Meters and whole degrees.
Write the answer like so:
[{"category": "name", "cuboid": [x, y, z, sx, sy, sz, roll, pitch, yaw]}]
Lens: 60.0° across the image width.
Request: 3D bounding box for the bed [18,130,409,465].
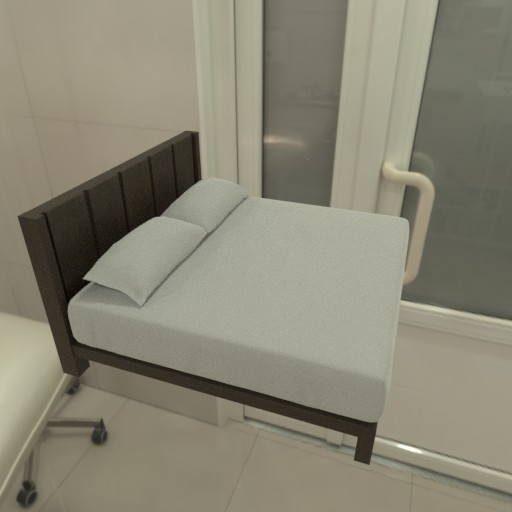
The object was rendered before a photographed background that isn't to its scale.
[{"category": "bed", "cuboid": [0.000, 0.000, 3.477, 2.238, 1.261, 2.143, 10, 31, 17]}]
